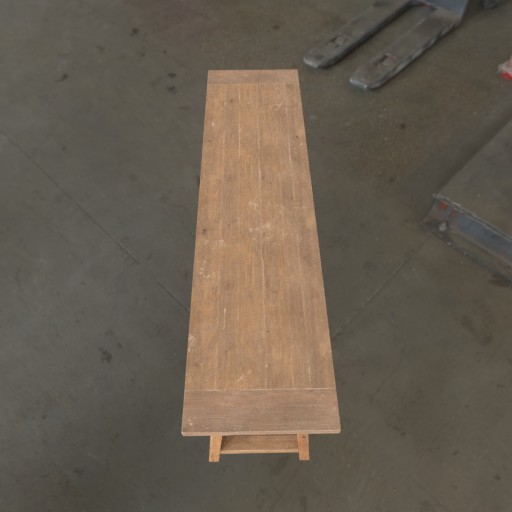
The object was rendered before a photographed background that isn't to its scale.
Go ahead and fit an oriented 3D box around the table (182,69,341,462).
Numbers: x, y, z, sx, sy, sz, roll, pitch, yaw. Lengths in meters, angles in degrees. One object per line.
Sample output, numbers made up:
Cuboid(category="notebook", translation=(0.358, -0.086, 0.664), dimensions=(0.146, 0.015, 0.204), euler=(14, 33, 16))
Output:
Cuboid(category="table", translation=(0.000, 0.000, 2.134), dimensions=(0.465, 0.810, 1.800), euler=(-1, 55, -1))
